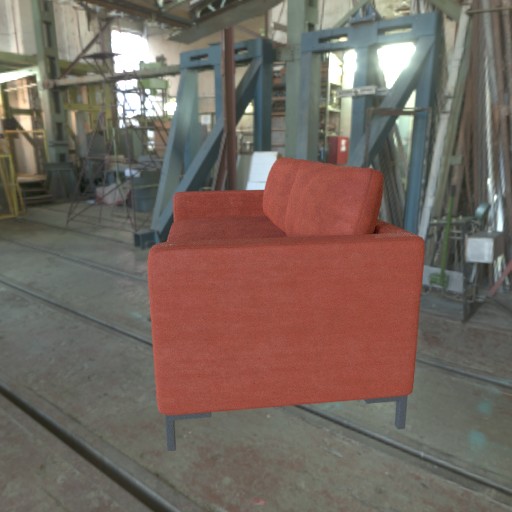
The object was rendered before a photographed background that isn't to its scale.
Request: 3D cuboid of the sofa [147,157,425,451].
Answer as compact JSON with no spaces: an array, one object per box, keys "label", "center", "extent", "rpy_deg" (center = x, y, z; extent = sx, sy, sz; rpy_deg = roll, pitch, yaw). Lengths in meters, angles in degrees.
[{"label":"sofa","center":[0.000,0.000,2.089],"extent":[0.864,0.896,1.574],"rpy_deg":[-2,15,-7]}]
